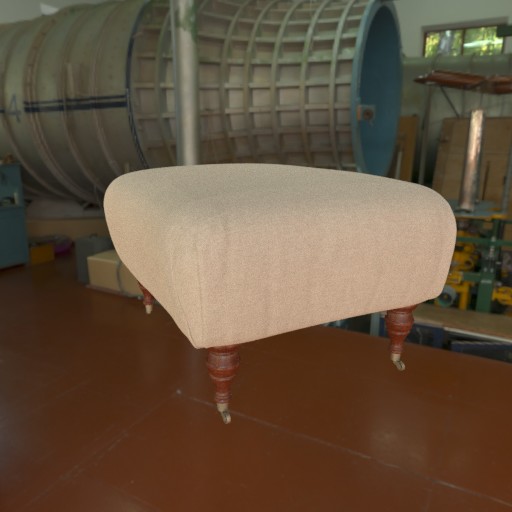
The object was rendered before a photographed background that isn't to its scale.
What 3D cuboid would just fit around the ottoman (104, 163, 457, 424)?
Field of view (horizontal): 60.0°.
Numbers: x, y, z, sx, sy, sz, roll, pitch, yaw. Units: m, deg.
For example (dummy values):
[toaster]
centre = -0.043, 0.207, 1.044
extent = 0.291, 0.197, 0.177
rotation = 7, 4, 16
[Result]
[ottoman]
centre = 0.000, 0.000, 1.131
extent = 0.639, 0.450, 0.746
rotation = -7, 16, -26
